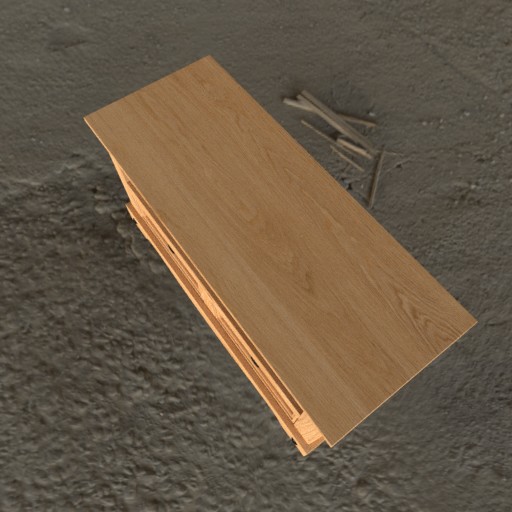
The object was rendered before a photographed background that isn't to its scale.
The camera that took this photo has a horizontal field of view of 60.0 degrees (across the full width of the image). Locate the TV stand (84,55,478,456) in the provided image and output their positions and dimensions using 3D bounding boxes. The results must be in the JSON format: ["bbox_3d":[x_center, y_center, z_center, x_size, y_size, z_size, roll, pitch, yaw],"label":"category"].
[{"bbox_3d":[0.000,0.000,1.374,0.440,0.550,1.080,-34,68,-15],"label":"TV stand"}]
